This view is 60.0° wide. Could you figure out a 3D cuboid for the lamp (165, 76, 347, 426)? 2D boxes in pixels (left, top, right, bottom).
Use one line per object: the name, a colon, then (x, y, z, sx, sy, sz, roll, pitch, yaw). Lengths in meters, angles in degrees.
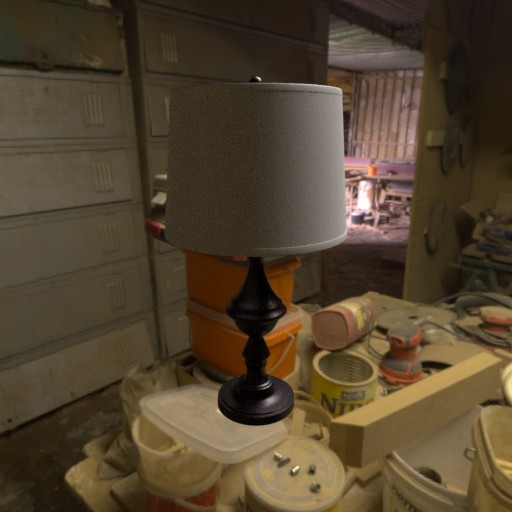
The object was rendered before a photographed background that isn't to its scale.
lamp: (0.000, 0.000, 0.963, 0.383, 0.726, 0.383, 0, 16, 0)
